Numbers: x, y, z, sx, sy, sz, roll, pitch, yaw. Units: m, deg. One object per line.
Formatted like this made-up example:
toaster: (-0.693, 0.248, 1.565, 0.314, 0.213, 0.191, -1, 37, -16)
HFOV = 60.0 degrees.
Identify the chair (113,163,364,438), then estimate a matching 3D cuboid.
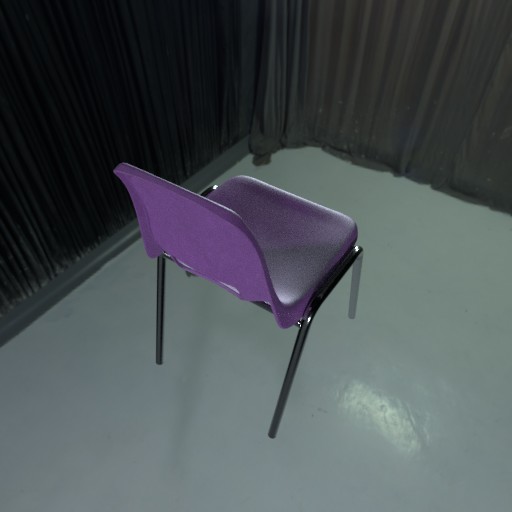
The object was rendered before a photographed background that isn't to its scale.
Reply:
chair: (0.000, 0.000, 0.935, 0.381, 0.654, 0.432, 26, 52, 22)
